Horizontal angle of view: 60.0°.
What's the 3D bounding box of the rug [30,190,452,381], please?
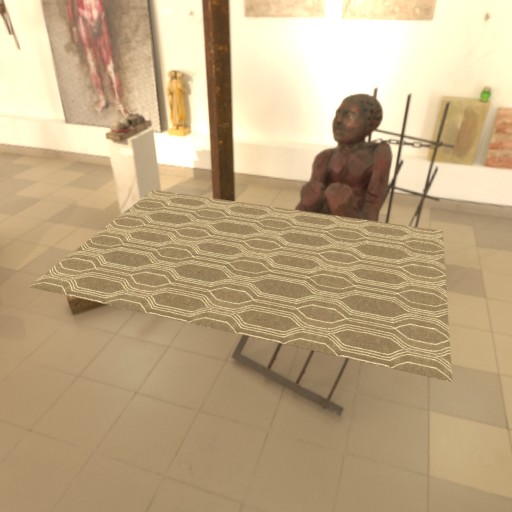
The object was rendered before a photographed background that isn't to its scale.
[{"bbox_3d":[0.000,0.000,3.039,2.457,0.012,1.541,10,34,15],"label":"rug"}]
